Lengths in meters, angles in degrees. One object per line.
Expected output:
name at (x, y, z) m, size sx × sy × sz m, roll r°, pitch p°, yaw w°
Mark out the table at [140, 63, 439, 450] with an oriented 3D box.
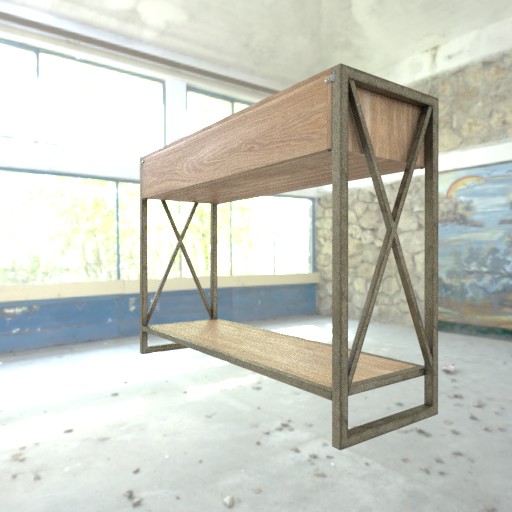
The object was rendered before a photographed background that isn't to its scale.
table at (0.000, 0.000, 1.405) m, size 0.361 × 0.763 × 1.059 m, roll 0°, pitch 0°, yaw -36°
